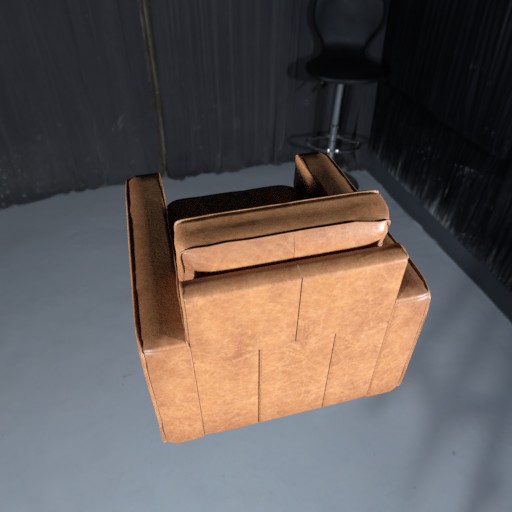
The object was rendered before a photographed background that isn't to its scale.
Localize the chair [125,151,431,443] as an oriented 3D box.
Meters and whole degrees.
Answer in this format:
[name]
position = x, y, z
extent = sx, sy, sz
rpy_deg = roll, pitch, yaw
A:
[chair]
position = 0.000, 0.000, 1.773
extent = 0.987, 0.901, 1.027
rpy_deg = -12, 43, -13
